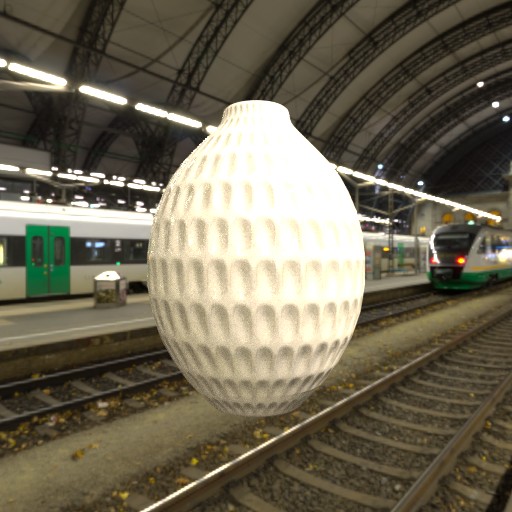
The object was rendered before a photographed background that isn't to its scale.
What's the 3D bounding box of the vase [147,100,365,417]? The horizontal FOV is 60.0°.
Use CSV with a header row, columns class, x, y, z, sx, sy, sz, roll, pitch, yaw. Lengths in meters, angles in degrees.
class,x,y,z,sx,sy,sz,roll,pitch,yaw
vase,0.000,0.000,0.339,0.162,0.223,0.162,0,0,0
